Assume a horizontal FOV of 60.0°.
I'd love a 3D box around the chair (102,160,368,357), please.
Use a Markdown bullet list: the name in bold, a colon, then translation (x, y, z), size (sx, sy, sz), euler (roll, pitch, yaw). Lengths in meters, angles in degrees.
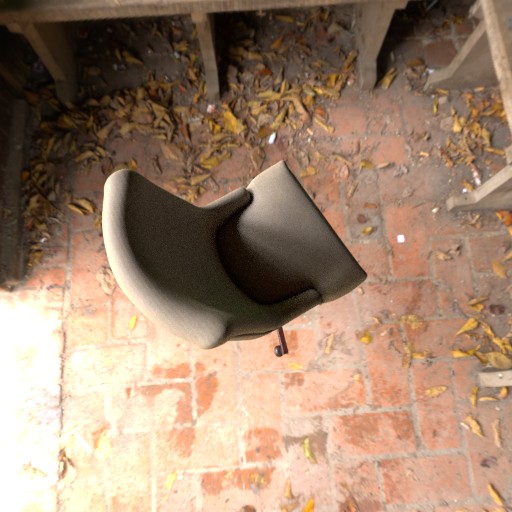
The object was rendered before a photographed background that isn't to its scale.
- **chair**: translation (0.000, 0.000, 1.458), size (0.696, 1.010, 0.645), euler (-32, 78, -8)
